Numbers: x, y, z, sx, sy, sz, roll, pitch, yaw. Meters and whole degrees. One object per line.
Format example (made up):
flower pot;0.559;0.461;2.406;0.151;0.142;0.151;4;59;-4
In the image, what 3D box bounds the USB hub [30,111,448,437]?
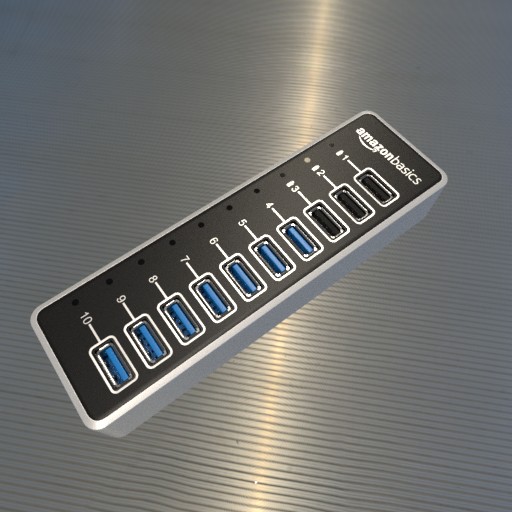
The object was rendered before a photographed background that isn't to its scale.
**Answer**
USB hub;0.000;0.000;0.158;0.145;0.023;0.044;-34;68;-16
